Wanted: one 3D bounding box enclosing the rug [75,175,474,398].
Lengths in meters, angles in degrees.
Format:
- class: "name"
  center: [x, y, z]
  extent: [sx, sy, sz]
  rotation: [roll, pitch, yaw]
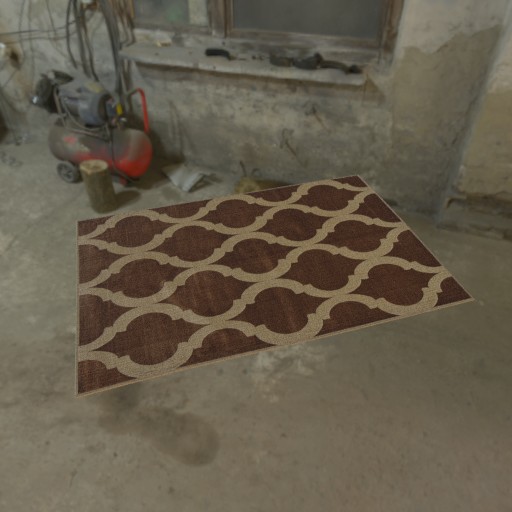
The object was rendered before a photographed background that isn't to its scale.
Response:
- class: "rug"
  center: [0.000, 0.000, 2.945]
  extent: [2.290, 0.014, 1.526]
  rotation: [-11, 42, -13]
